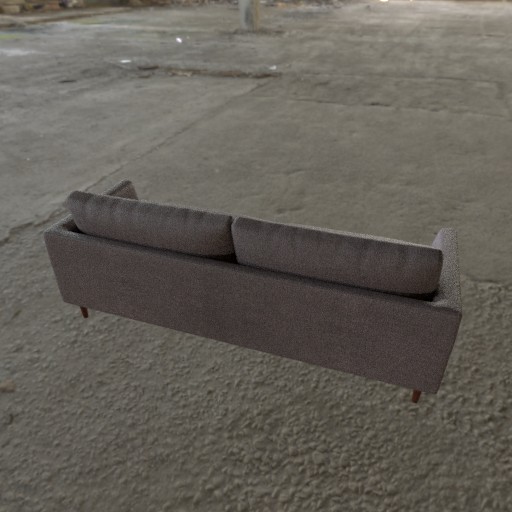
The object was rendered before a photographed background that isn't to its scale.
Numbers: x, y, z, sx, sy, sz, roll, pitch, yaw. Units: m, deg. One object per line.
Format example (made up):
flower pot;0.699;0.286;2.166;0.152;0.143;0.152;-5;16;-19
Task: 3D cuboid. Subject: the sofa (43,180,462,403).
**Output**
sofa;0.000;0.000;2.726;2.250;0.868;1.020;11;34;16
